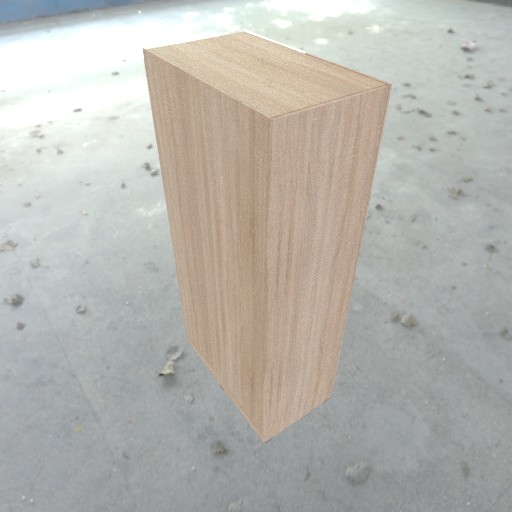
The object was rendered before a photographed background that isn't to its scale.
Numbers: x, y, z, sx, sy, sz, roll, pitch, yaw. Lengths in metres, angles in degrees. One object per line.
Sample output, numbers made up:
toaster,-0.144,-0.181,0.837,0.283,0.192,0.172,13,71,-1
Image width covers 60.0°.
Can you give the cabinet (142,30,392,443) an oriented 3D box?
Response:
cabinet,0.000,0.000,2.553,0.590,2.121,1.001,-24,46,-26
